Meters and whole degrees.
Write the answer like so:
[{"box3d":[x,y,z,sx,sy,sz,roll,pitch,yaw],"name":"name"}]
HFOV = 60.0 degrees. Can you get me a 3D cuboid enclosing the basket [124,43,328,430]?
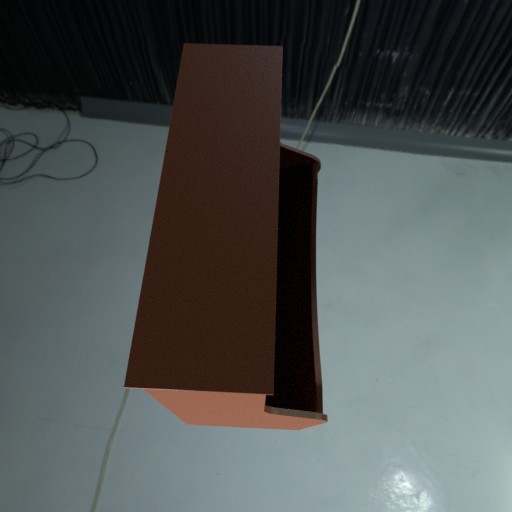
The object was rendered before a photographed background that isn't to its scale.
[{"box3d":[0.000,0.000,1.141,0.376,0.625,0.792,2,63,1],"name":"basket"}]
